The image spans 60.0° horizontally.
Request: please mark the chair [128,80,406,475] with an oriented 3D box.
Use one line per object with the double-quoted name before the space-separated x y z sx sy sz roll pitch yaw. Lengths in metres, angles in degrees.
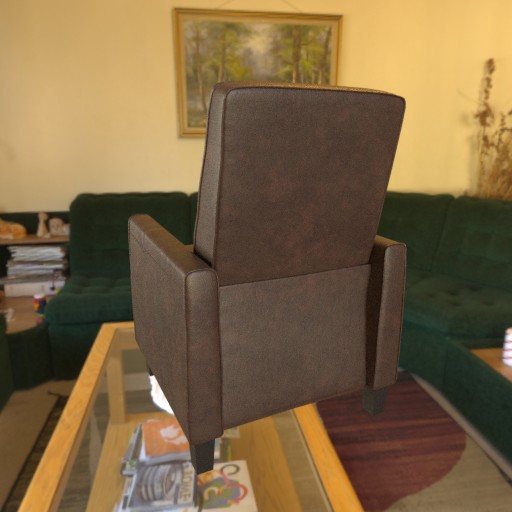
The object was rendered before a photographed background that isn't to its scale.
"chair" 0.000 0.000 1.476 0.705 1.013 0.746 -7 16 -25
